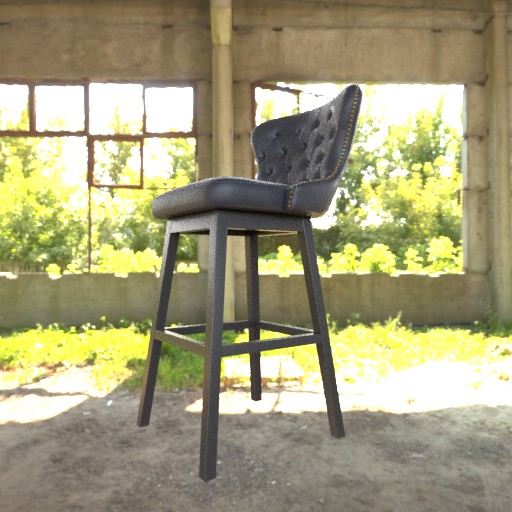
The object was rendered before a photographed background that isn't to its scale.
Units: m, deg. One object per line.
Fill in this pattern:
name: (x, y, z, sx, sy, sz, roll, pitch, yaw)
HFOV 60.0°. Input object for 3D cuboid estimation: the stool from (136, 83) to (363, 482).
stool: (0.000, 0.000, 1.380, 0.601, 1.050, 0.528, 1, -1, -35)
